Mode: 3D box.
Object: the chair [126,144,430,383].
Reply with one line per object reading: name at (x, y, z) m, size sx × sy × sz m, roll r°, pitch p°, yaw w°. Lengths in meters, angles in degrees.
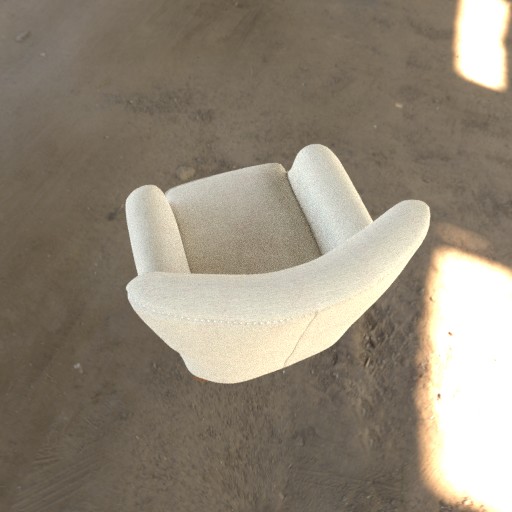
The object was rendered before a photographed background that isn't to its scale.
chair at (0.000, 0.000, 1.666) m, size 0.861 × 0.936 × 0.921 m, roll -16°, pitch 59°, yaw -10°
